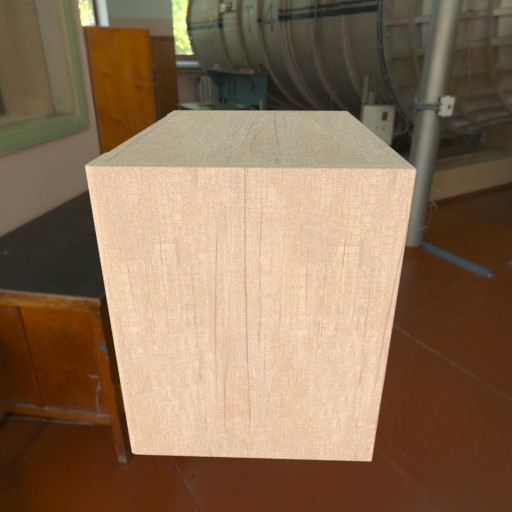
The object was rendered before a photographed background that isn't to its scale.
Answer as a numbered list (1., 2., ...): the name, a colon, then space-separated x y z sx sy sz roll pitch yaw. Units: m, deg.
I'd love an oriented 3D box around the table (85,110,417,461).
1. table: 0.000 0.000 0.920 0.420 0.510 0.570 1 25 2
